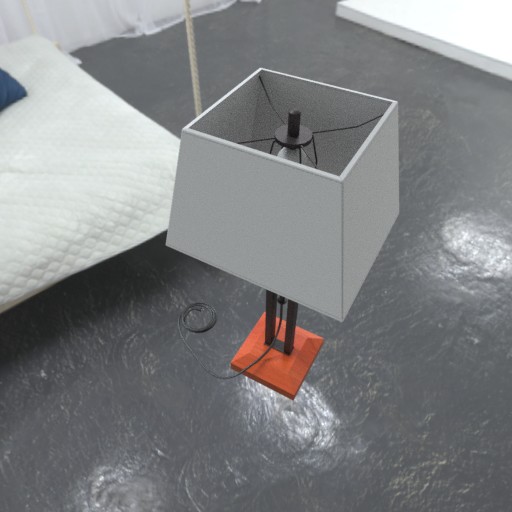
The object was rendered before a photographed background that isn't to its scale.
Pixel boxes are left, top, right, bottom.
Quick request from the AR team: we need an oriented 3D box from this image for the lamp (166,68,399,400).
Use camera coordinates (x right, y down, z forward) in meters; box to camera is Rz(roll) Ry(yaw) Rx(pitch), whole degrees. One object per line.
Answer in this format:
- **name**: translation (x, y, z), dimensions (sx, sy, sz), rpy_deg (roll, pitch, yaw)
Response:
- **lamp**: translation (0.000, 0.000, 0.978), dimensions (0.498, 0.737, 0.310), rpy_deg (23, 51, 20)
